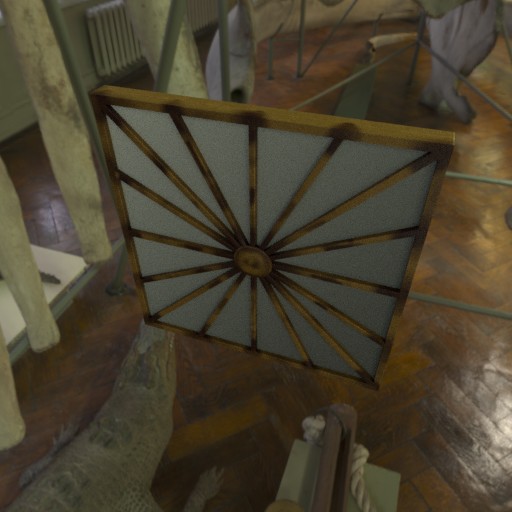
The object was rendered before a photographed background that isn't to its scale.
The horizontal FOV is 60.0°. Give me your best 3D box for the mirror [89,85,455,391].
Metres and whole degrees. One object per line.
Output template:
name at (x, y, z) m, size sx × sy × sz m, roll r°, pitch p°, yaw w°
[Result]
mirror at (0.000, 0.000, 0.761) m, size 0.509 × 0.507 × 0.042 m, roll 13°, pitch 42°, yaw 15°
